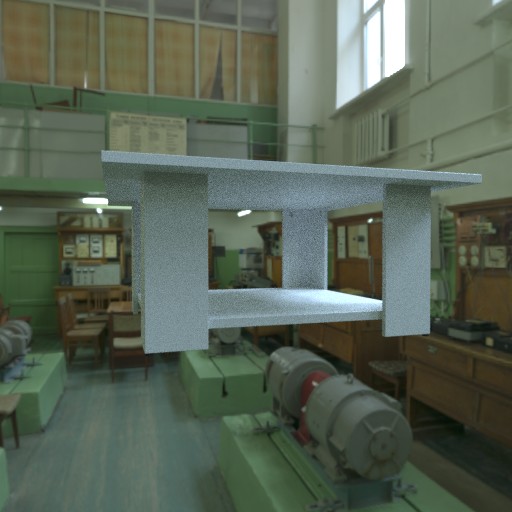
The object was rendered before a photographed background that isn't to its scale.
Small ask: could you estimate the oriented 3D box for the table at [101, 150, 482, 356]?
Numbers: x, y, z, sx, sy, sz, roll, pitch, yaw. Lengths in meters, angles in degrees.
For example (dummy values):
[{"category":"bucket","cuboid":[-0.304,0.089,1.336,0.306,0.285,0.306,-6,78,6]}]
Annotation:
[{"category":"table","cuboid":[0.000,0.000,1.046,0.670,0.305,0.670,0,1,-18]}]
